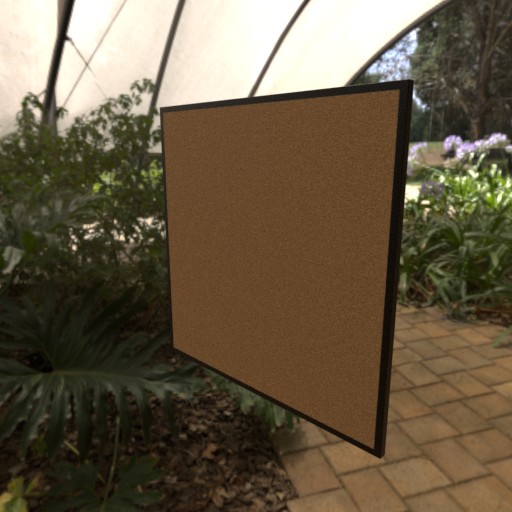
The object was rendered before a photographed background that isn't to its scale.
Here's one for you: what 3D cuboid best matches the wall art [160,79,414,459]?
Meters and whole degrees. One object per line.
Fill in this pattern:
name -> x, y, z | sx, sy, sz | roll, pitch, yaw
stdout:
wall art -> 0.000, 0.000, 0.675 | 0.457, 0.458, 0.012 | 13, 18, 43
